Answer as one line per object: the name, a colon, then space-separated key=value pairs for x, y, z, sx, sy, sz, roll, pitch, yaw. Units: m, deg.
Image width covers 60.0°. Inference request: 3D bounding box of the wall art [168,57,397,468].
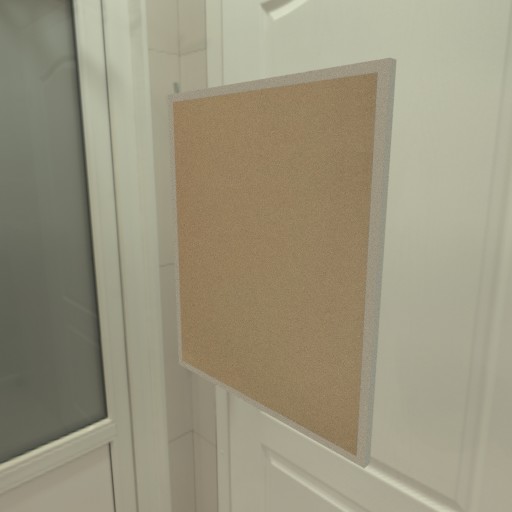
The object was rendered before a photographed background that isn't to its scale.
wall art: x=0.000 y=0.000 z=0.615 sx=0.013 sy=0.456 sz=0.382 roll=-12 pitch=18 yaw=-43
